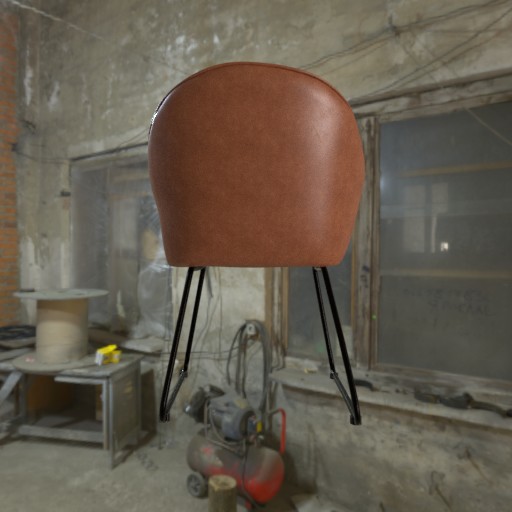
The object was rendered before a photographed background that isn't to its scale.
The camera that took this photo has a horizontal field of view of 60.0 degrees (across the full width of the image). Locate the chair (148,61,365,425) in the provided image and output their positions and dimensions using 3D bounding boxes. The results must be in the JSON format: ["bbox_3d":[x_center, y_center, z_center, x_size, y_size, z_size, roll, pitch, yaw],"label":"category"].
[{"bbox_3d":[0.000,0.000,1.179,0.582,0.785,0.580,0,0,1],"label":"chair"}]
